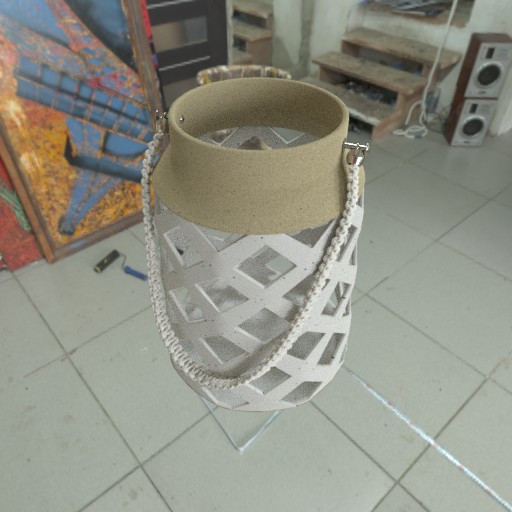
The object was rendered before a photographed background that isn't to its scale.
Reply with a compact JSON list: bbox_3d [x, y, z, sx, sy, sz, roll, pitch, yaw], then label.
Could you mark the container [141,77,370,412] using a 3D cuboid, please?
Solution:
[{"bbox_3d":[0.000,0.000,0.340,0.163,0.229,0.172,13,43,14],"label":"container"}]
